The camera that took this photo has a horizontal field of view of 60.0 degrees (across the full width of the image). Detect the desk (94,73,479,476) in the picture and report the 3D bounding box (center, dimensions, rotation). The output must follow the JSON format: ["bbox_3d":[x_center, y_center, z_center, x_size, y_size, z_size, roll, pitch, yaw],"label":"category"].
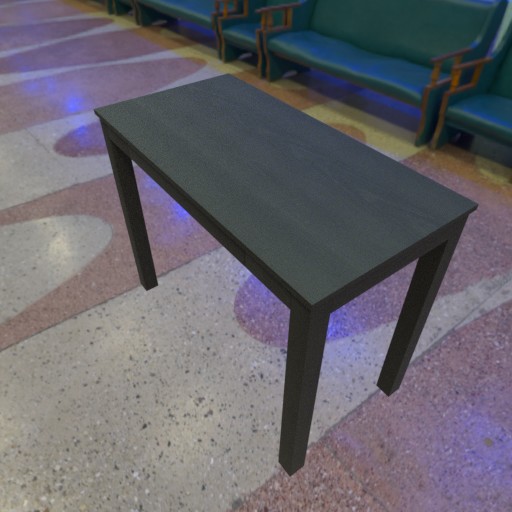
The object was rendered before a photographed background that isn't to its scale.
[{"bbox_3d":[0.000,0.000,1.426,0.499,0.762,0.991,-27,49,-26],"label":"desk"}]
